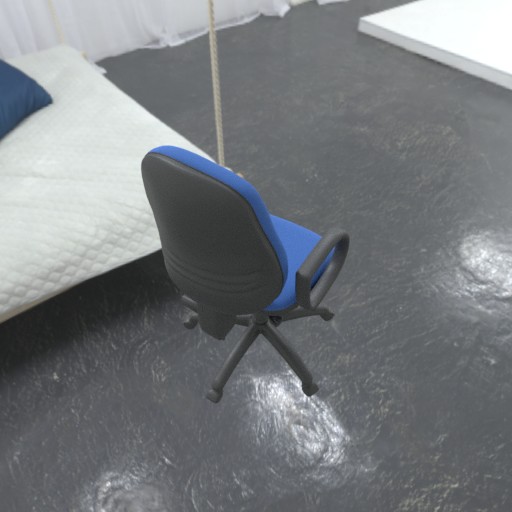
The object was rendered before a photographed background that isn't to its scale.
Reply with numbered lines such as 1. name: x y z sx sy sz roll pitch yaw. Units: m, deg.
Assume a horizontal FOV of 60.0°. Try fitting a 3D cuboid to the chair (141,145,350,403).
1. chair: 0.000 0.000 1.279 0.552 0.905 0.549 24 50 22
